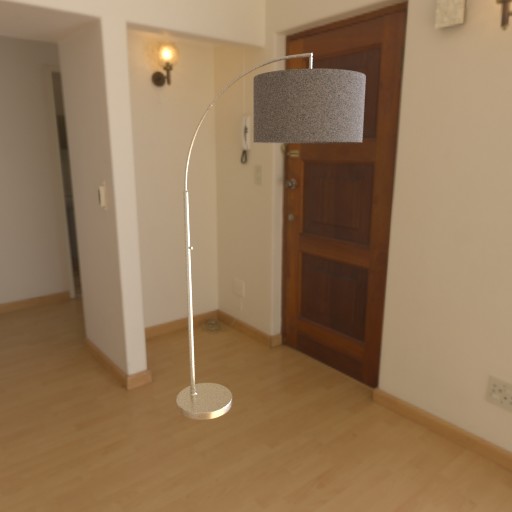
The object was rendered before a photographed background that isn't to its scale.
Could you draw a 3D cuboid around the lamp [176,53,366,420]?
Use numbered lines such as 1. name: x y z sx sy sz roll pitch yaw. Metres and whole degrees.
1. lamp: 0.000 0.000 2.096 0.934 1.735 0.452 7 15 25
